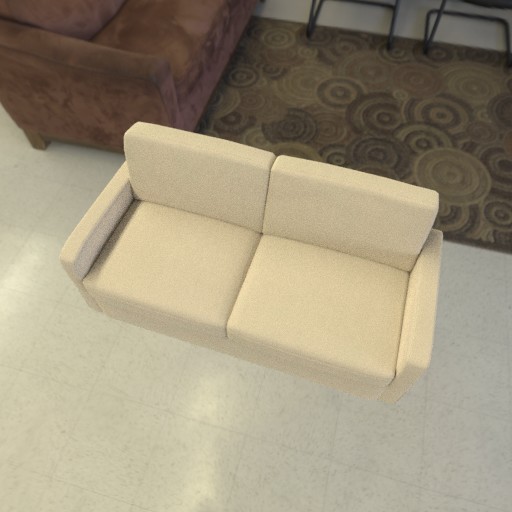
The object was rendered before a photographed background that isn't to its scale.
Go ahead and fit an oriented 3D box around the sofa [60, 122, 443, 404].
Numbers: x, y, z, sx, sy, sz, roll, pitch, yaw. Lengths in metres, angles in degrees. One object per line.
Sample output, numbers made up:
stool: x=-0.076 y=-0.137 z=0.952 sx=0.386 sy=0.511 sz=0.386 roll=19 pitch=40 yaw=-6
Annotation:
sofa: x=0.000 y=0.000 z=2.340 sx=1.808 sy=0.831 sz=0.894 roll=15 pitch=59 yaw=9
